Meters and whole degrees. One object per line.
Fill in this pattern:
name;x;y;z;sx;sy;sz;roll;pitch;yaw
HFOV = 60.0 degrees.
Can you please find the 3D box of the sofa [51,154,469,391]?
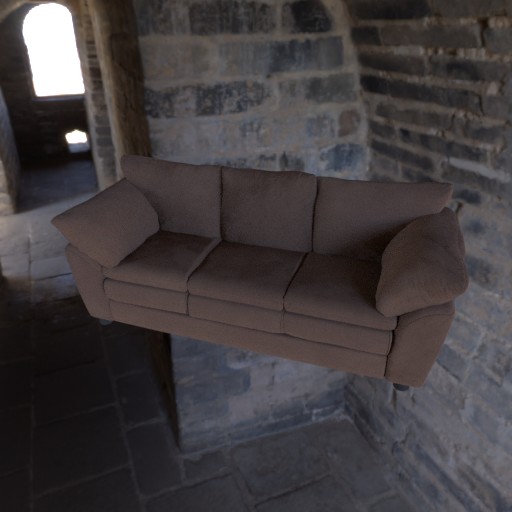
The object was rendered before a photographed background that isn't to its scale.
sofa;0.000;0.000;2.787;2.336;1.015;0.878;9;28;17
